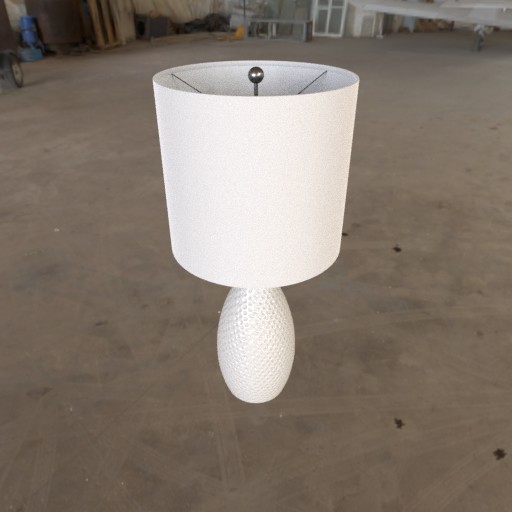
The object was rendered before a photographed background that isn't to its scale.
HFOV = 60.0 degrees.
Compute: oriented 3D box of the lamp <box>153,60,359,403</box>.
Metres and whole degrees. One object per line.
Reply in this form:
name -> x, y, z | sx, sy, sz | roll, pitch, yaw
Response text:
lamp -> 0.000, 0.000, 0.586 | 0.214, 0.466, 0.214 | -21, 37, -31
